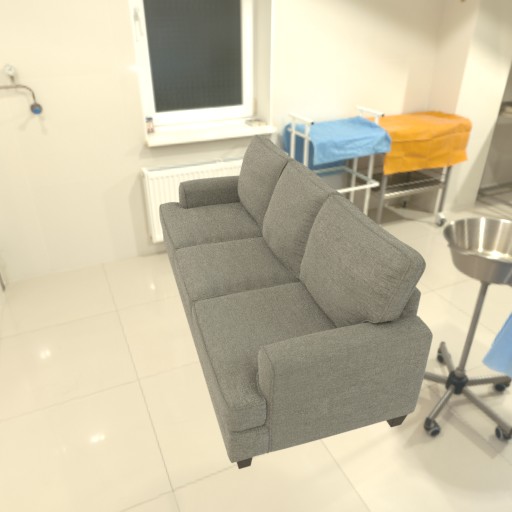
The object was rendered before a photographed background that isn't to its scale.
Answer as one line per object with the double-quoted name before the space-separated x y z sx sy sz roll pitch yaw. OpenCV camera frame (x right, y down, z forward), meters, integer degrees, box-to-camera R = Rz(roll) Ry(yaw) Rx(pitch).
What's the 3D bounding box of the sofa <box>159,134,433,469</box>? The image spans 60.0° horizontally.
"sofa" 0.000 0.000 2.694 0.951 0.965 2.158 -9 31 -15
